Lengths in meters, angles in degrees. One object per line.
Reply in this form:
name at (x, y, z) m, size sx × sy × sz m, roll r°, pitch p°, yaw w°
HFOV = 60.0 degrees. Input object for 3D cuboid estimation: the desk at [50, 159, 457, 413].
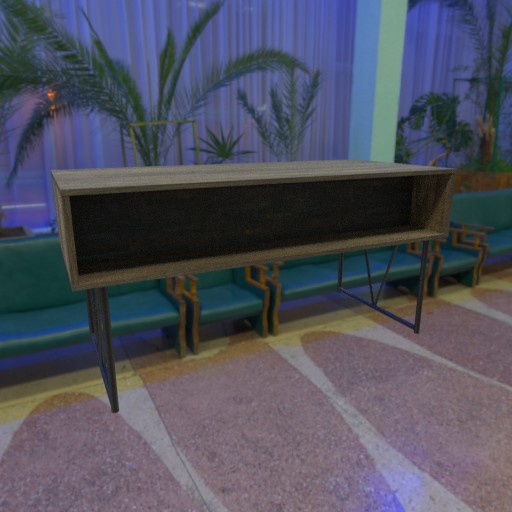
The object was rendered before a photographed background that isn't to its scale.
desk at (0.000, 0.000, 2.024) m, size 1.600 × 0.780 × 0.730 m, roll -8°, pitch 18°, yaw -25°
